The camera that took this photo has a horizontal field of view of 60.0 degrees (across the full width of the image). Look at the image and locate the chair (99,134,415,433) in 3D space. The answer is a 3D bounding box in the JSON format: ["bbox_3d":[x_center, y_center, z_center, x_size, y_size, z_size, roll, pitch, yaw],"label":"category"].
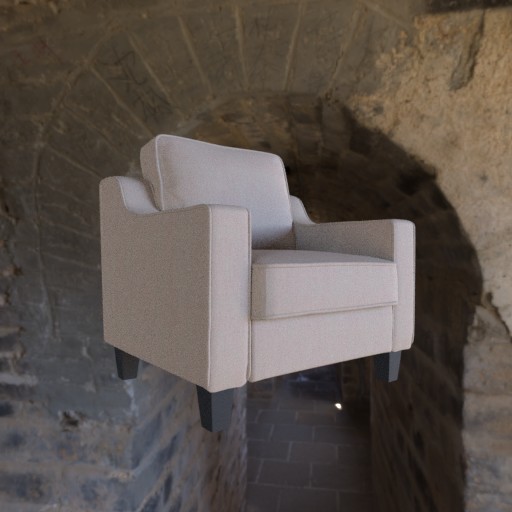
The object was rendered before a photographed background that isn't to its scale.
[{"bbox_3d":[0.000,0.000,1.715,0.922,0.948,0.882,0,0,-38],"label":"chair"}]
